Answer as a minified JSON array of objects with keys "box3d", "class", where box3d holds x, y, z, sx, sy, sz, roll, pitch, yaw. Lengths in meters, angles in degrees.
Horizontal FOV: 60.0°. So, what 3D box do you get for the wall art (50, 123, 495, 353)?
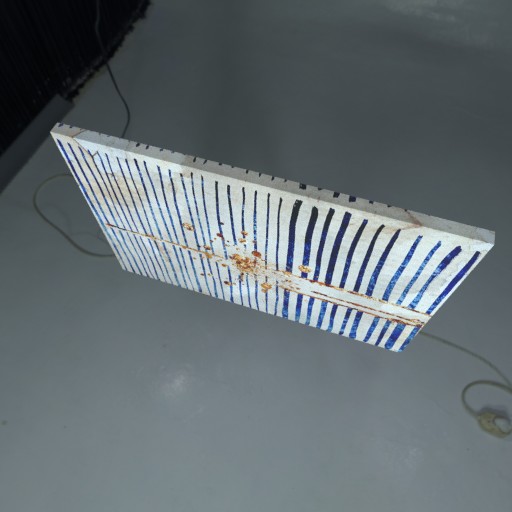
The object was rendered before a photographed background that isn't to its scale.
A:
[{"box3d":[0.000,0.000,1.145,0.919,0.609,0.030,16,61,9],"class":"wall art"}]
